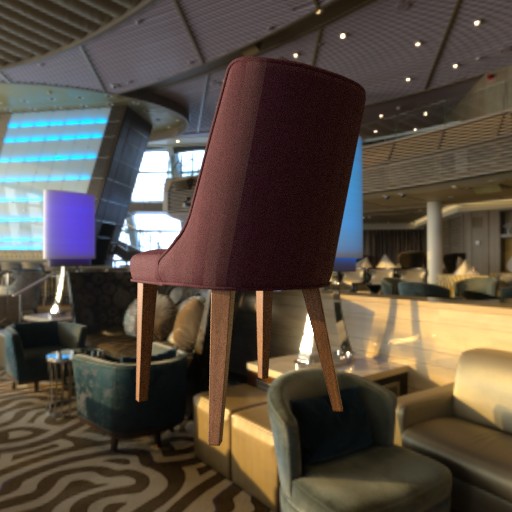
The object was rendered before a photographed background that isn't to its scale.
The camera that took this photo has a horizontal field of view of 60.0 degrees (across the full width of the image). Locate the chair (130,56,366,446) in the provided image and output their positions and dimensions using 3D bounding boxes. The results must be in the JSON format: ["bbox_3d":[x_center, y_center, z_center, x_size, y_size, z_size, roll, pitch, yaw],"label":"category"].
[{"bbox_3d":[0.000,0.000,1.307,0.548,0.916,0.638,0,-1,-35],"label":"chair"}]
